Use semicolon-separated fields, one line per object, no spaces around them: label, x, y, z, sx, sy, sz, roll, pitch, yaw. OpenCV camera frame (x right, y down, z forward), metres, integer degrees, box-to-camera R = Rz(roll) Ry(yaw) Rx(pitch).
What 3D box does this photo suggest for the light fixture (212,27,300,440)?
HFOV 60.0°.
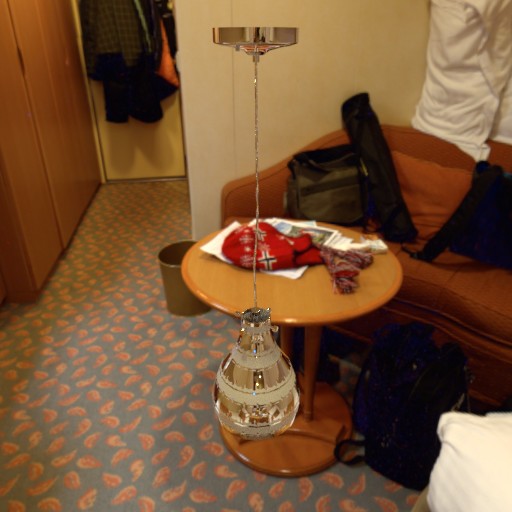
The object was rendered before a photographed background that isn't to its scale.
light fixture;0.000;0.000;1.592;0.374;1.457;0.374;17;31;31
